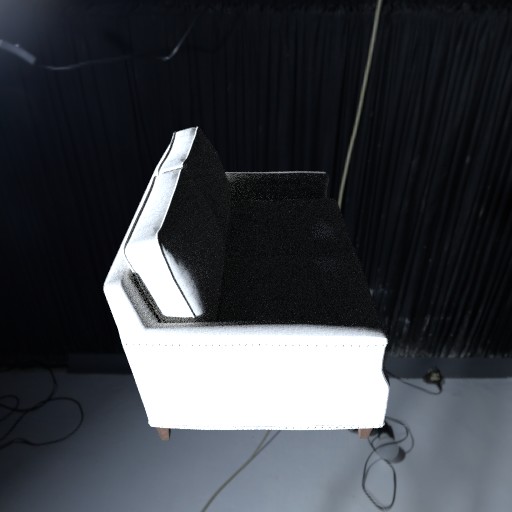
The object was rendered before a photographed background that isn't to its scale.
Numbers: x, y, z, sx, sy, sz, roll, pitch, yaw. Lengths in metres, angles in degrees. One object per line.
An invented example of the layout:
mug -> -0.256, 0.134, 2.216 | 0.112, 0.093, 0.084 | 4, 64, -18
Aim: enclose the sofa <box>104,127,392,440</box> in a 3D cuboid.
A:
sofa -> 0.000, 0.000, 2.326 | 1.084, 1.003, 1.597 | 0, 33, 0
